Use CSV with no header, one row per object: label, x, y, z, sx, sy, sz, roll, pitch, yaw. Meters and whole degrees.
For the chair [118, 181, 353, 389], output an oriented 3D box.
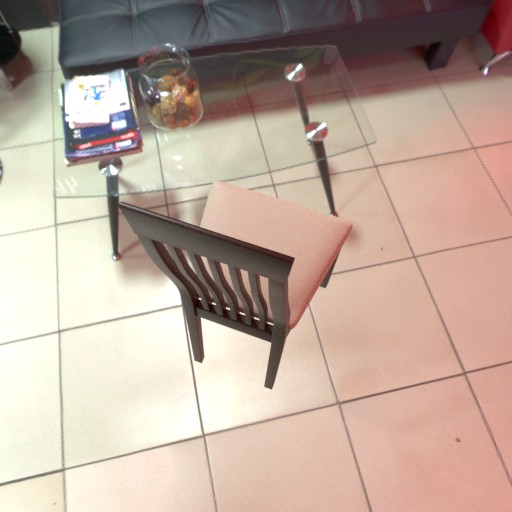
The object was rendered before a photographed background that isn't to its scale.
chair,0.000,0.000,1.231,0.460,1.027,0.474,18,65,9
